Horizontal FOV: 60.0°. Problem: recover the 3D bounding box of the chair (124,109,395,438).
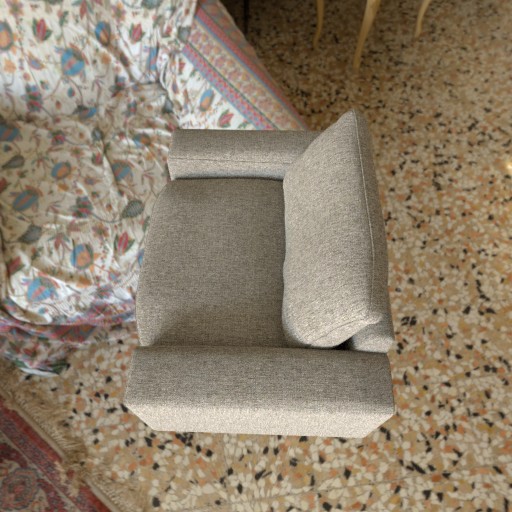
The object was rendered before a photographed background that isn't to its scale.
[{"bbox_3d":[0.000,0.000,2.021,1.039,0.915,1.398,2,59,1],"label":"chair"}]
